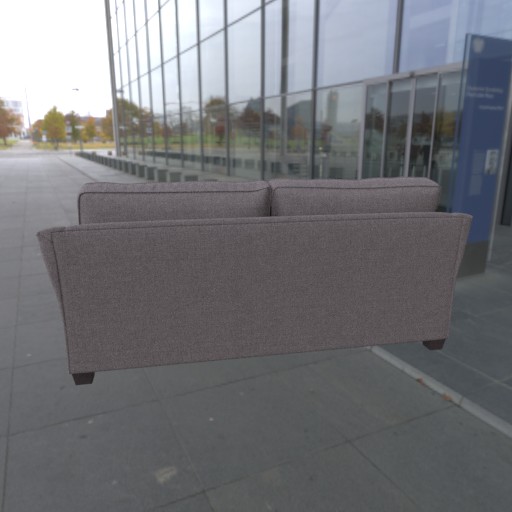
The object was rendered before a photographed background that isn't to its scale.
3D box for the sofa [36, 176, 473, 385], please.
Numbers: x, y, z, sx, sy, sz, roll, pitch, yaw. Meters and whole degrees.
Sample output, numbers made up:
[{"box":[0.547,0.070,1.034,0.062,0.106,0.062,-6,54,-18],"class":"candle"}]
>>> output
[{"box":[0.000,0.000,2.718,2.203,0.976,1.013,-3,15,-11],"class":"sofa"}]
